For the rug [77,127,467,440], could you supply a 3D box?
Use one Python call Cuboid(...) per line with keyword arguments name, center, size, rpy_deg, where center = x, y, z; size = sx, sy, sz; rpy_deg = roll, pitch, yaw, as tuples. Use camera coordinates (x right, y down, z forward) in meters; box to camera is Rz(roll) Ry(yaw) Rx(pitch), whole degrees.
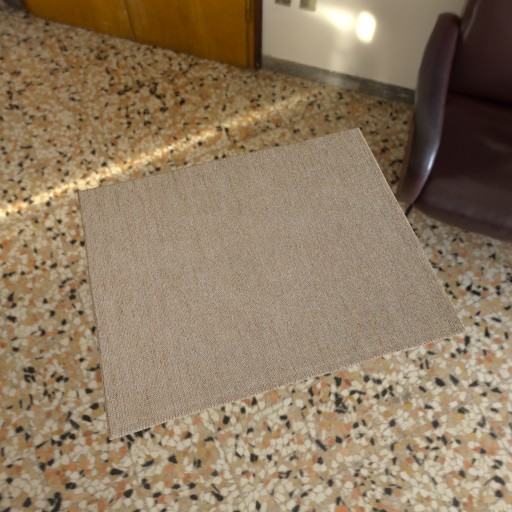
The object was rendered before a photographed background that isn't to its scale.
Cuboid(name="rug", center=(0.000, 0.000, 4.104), size=(3.034, 0.012, 2.406), rpy_deg=(-15, 63, -7))
